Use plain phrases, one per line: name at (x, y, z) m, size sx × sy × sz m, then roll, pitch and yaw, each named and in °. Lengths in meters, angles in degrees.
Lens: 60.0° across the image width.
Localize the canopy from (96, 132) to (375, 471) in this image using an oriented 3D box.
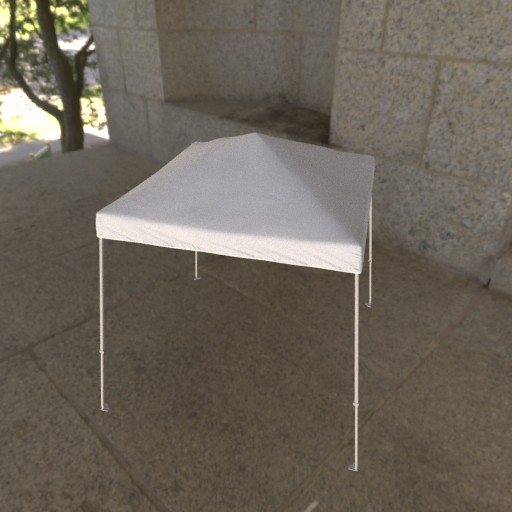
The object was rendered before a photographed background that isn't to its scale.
canopy at (0.000, 0.000, 6.493) m, size 3.599 × 3.600 × 3.600 m, roll 8°, pitch 31°, yaw 13°
